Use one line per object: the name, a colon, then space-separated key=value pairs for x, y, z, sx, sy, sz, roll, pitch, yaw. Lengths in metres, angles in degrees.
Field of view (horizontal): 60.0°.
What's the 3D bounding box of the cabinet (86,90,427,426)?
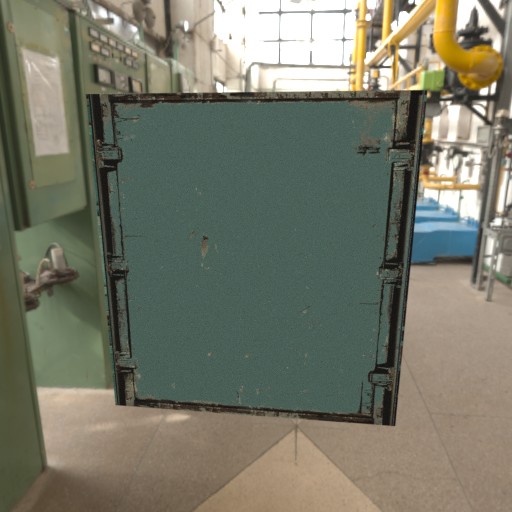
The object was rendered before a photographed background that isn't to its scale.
cabinet: x=0.000 y=0.000 z=3.185 sx=2.000 sy=2.160 sz=0.680 roll=2 pitch=15 yaw=7
